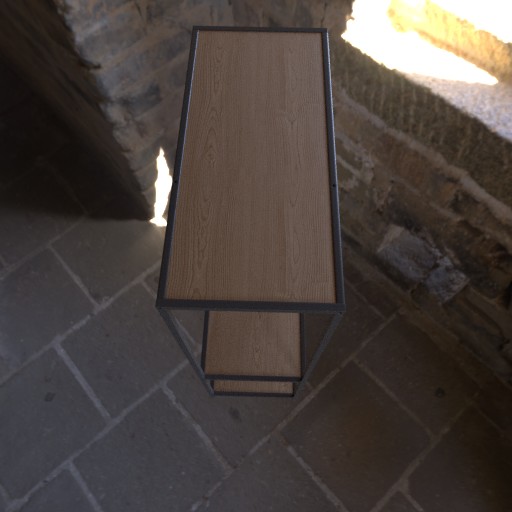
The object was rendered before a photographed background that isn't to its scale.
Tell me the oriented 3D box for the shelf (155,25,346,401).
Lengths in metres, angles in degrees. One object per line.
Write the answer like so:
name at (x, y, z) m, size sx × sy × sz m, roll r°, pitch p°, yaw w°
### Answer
shelf at (0.000, 0.000, 1.494) m, size 0.350 × 1.138 × 0.770 m, roll 1°, pitch 64°, yaw 1°
